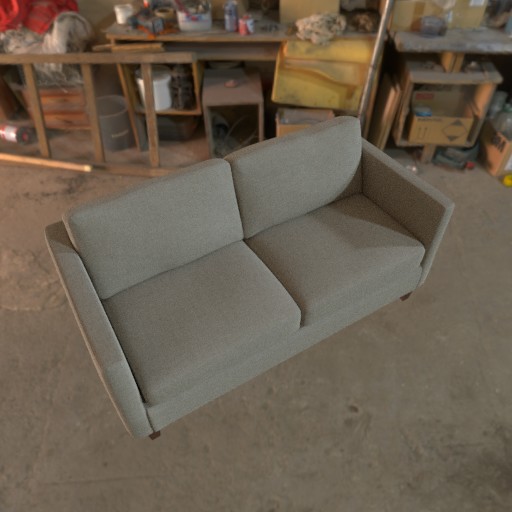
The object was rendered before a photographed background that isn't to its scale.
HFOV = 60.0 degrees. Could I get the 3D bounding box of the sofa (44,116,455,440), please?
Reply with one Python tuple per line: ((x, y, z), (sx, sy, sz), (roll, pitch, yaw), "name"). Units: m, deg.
((0.000, 0.000, 2.400), (1.884, 0.947, 0.951), (-24, 51, -21), "sofa")
